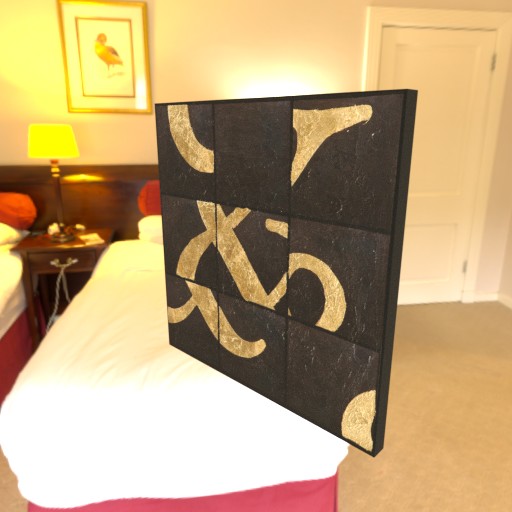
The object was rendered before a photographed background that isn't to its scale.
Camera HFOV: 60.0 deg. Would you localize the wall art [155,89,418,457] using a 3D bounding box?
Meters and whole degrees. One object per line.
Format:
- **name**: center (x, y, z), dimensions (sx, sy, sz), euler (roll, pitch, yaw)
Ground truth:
- **wall art**: center (0.000, 0.000, 1.130), dimensions (0.758, 0.758, 0.044), euler (15, 22, 42)
